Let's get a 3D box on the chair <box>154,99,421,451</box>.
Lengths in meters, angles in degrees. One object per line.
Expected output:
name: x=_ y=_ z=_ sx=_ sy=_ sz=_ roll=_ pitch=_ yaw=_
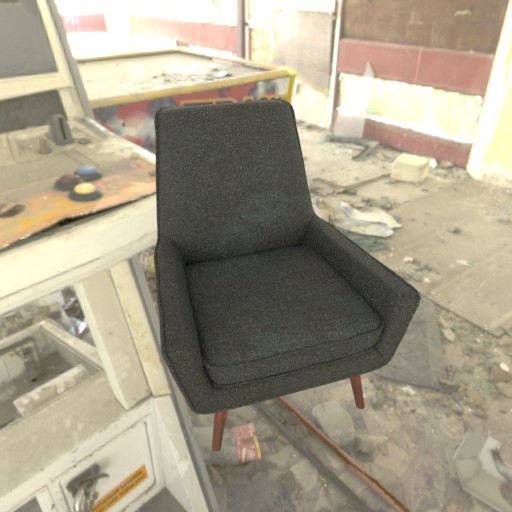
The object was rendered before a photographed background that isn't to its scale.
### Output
chair: x=0.000 y=0.000 z=1.541 sx=0.763 sy=0.883 sz=0.859 roll=-10 pitch=33 yaw=-16
